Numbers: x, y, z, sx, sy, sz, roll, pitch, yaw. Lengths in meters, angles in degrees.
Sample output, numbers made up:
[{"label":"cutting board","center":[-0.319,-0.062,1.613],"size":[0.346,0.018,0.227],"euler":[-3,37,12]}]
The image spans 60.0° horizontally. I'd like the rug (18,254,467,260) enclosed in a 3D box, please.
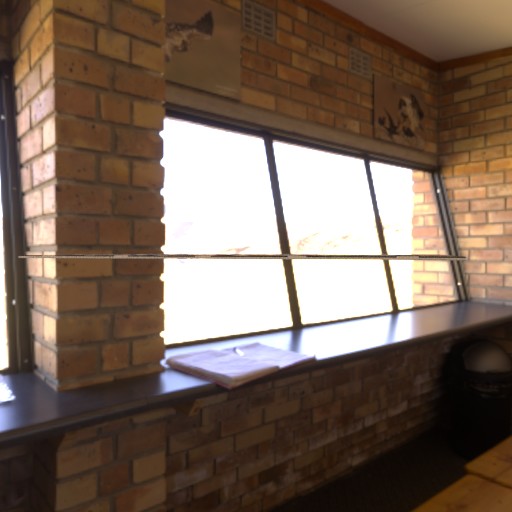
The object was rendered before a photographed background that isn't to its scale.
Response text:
[{"label":"rug","center":[0.000,0.000,2.850],"size":[2.286,0.016,1.555],"euler":[0,1,19]}]
